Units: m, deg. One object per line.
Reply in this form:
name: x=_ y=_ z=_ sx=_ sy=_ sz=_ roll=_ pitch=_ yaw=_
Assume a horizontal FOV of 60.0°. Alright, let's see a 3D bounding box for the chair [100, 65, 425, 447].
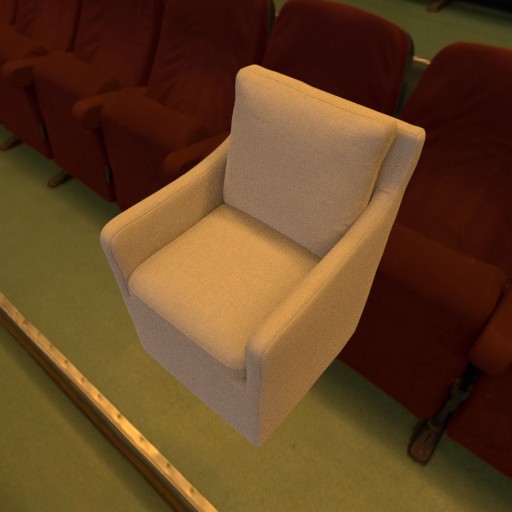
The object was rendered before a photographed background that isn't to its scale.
chair: x=0.000 y=0.000 z=1.384 sx=0.626 sy=0.914 sz=0.694 roll=32 pitch=55 yaw=26
